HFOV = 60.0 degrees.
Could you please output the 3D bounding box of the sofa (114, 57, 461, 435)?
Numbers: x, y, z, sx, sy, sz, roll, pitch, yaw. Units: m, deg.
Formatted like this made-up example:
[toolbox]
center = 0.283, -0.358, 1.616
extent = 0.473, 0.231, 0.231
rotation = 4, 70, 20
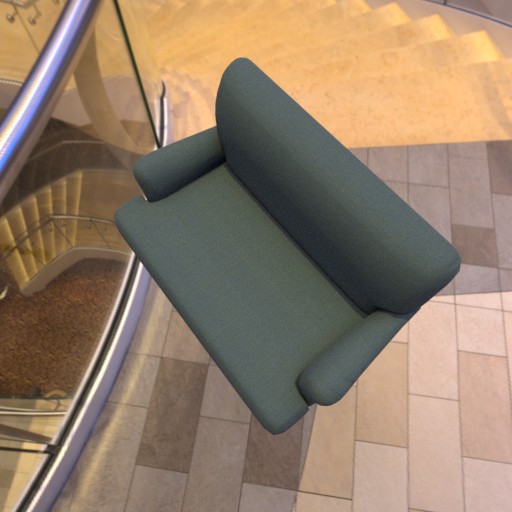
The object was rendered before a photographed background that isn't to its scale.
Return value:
[sofa]
center = 0.000, 0.000, 1.872
extent = 0.779, 0.889, 1.297
rotation = -35, 69, -15
